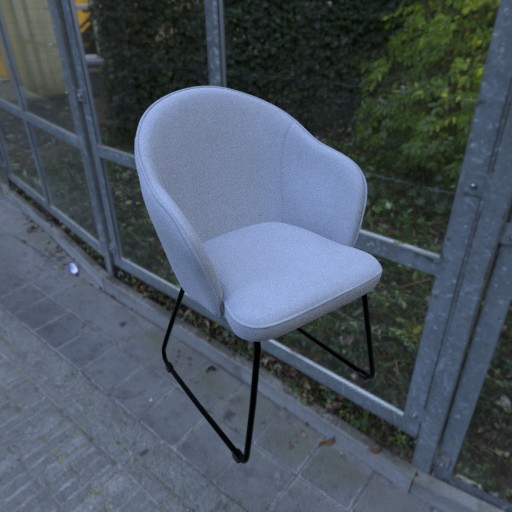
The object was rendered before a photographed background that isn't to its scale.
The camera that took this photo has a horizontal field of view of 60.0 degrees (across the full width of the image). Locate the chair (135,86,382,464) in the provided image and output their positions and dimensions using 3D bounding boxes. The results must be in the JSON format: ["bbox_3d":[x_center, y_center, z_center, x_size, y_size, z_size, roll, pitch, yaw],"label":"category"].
[{"bbox_3d":[0.000,0.000,1.237,0.570,0.817,0.592,-21,36,-32],"label":"chair"}]
